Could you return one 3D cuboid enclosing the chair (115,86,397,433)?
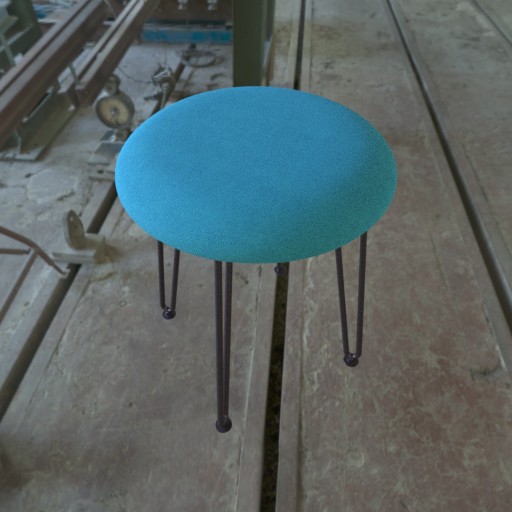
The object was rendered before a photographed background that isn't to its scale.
[{"bbox_3d":[0.000,0.000,0.686,0.350,0.430,0.350,-31,52,-27],"label":"chair"}]
